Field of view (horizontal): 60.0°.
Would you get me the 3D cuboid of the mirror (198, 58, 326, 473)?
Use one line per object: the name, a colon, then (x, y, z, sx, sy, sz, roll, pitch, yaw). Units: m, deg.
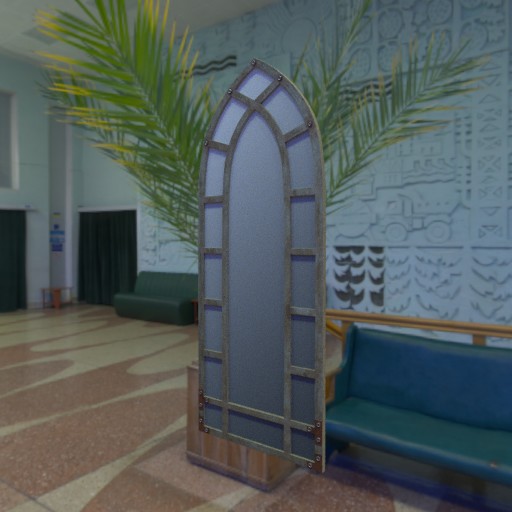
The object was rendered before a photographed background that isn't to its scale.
mirror: (0.000, 0.000, 1.336, 0.464, 1.175, 0.025, 1, 2, 36)
